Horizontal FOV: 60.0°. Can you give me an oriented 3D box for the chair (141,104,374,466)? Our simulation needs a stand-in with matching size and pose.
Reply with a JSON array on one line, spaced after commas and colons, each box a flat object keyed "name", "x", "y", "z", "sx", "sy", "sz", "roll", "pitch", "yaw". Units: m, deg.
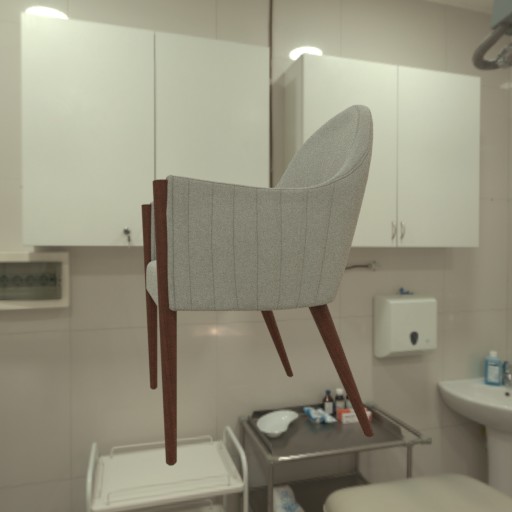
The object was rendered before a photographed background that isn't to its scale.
[{"name": "chair", "x": 0.000, "y": 0.000, "z": 1.286, "sx": 0.620, "sy": 0.889, "sz": 0.610, "roll": 0, "pitch": 1, "yaw": -17}]
